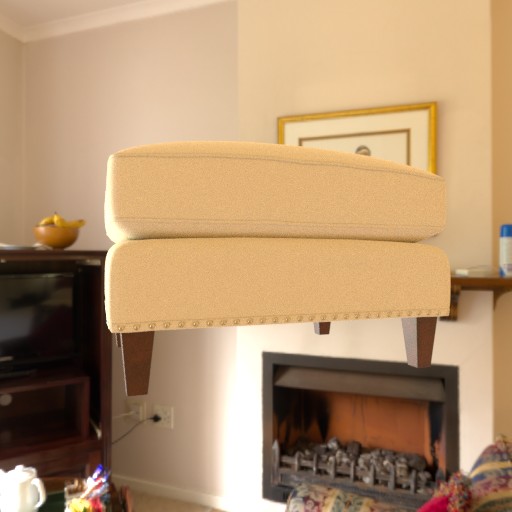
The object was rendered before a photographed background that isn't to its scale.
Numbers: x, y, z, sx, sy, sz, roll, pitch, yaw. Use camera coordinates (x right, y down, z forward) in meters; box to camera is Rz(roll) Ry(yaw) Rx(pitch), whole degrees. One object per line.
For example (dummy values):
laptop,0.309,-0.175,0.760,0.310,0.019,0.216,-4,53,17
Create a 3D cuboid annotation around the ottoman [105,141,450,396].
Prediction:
ottoman,0.000,0.000,1.151,0.741,0.513,0.584,0,-1,-19
